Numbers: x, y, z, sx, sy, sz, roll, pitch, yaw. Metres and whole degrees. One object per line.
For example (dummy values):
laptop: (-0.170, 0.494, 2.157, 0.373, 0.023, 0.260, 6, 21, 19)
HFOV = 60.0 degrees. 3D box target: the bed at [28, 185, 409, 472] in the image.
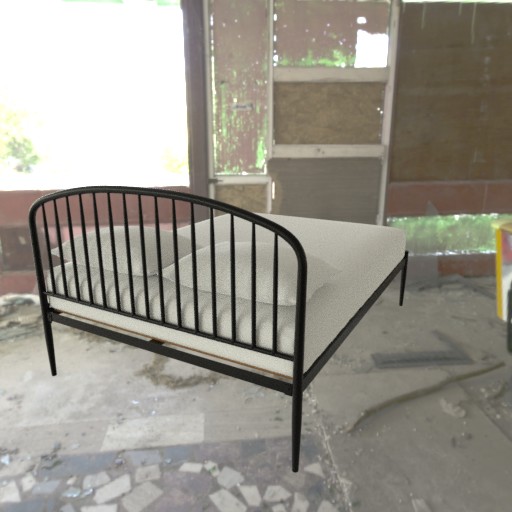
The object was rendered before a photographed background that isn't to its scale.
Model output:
bed: (0.000, 0.000, 3.001, 1.618, 1.166, 2.159, 9, 18, 28)
